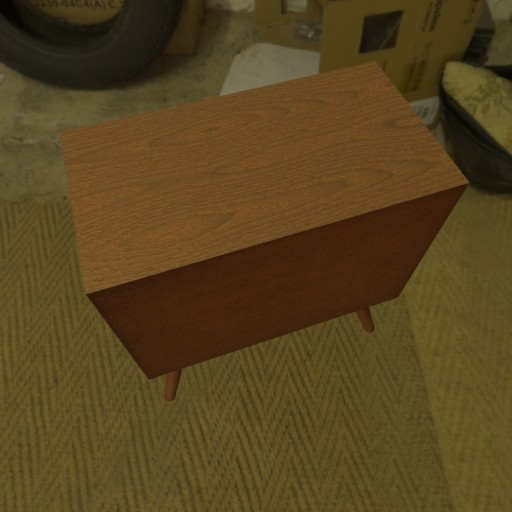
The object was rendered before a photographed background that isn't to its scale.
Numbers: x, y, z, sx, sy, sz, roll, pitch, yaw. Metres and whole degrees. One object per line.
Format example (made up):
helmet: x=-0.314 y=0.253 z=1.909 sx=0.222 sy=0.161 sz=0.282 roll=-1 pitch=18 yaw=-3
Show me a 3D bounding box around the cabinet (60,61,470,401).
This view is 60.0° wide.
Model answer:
cabinet: x=0.000 y=0.000 z=1.180 sx=0.712 sy=0.748 sz=0.388 roll=-16 pitch=60 yaw=-10
